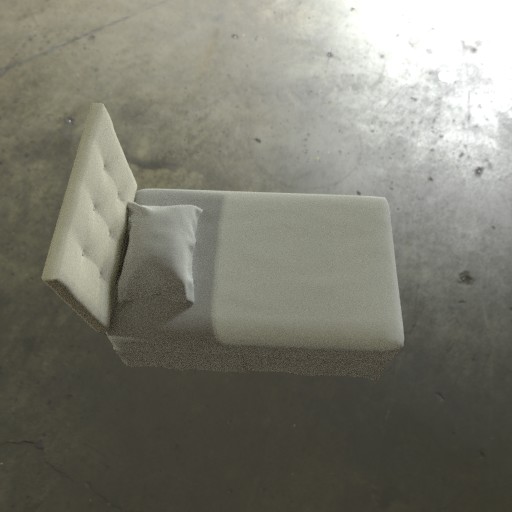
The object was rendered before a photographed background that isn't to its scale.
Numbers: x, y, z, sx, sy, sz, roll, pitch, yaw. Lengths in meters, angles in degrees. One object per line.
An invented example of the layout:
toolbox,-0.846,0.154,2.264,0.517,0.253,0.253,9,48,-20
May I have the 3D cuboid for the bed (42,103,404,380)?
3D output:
bed,0.000,0.000,2.992,1.997,1.571,1.261,2,63,1
